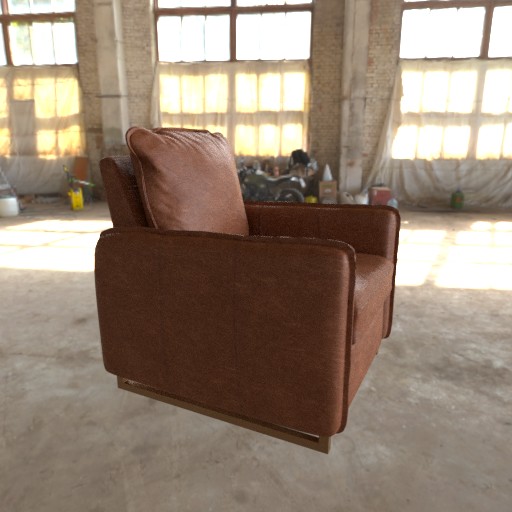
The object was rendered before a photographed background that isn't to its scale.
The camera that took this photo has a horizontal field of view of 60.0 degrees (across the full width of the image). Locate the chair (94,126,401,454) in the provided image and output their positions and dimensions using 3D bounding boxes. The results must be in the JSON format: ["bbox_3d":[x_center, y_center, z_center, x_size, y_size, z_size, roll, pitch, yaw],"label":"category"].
[{"bbox_3d":[0.000,0.000,1.643,0.922,0.922,0.830,7,16,25],"label":"chair"}]
